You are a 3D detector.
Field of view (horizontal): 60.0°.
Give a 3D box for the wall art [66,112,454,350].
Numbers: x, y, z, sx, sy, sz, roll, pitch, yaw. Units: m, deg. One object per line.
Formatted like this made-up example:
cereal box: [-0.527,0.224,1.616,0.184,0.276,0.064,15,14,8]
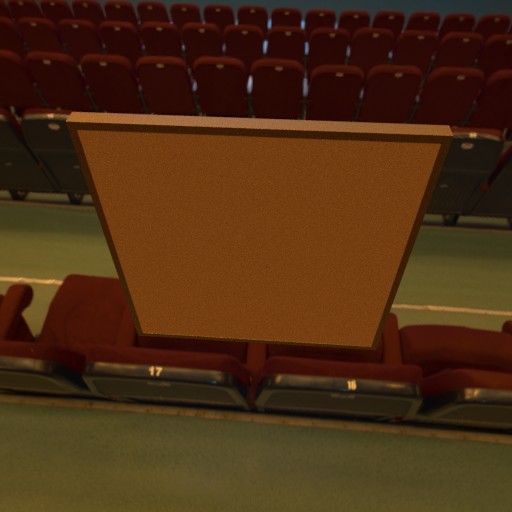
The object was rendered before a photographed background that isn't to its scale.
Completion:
wall art: [0.000,0.000,1.156,0.762,0.762,0.038,3,46,3]
